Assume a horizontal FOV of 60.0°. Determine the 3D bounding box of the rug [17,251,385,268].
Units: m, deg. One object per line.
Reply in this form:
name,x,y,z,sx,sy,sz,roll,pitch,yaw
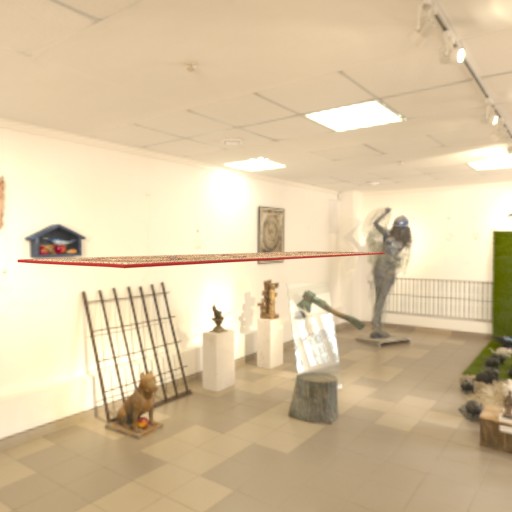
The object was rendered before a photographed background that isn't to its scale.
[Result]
rug,0.000,0.000,2.472,0.659,0.015,2.292,1,2,36
